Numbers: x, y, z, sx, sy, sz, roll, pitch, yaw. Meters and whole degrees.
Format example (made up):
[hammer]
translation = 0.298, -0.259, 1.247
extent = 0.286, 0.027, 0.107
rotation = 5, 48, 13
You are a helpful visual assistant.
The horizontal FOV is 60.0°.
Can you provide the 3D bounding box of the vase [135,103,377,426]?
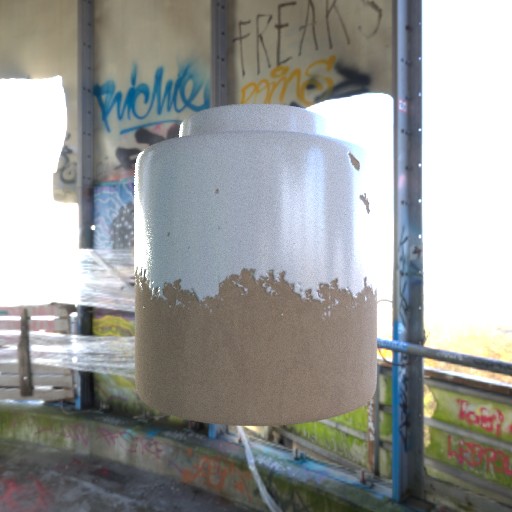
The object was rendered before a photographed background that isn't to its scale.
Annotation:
[vase]
translation = 0.000, 0.000, 0.290
extent = 0.153, 0.167, 0.153
rotation = 0, 0, 0
